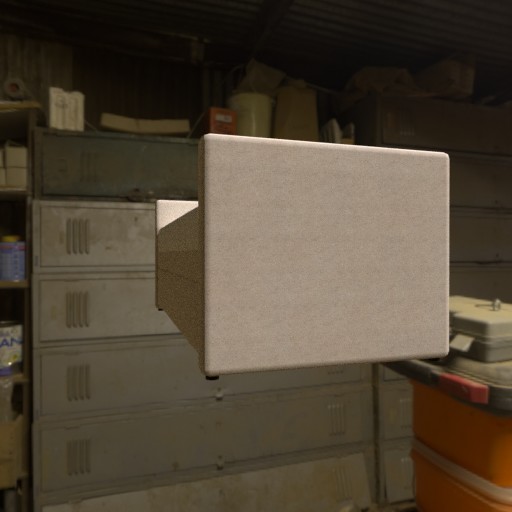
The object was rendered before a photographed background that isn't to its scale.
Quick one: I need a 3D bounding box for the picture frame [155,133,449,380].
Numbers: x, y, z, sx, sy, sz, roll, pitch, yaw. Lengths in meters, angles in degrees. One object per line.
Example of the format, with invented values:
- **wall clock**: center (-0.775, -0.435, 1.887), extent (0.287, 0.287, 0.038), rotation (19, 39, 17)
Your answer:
- **picture frame**: center (0.000, 0.000, 2.754), extent (1.069, 0.891, 2.161), rotation (0, 0, -17)
